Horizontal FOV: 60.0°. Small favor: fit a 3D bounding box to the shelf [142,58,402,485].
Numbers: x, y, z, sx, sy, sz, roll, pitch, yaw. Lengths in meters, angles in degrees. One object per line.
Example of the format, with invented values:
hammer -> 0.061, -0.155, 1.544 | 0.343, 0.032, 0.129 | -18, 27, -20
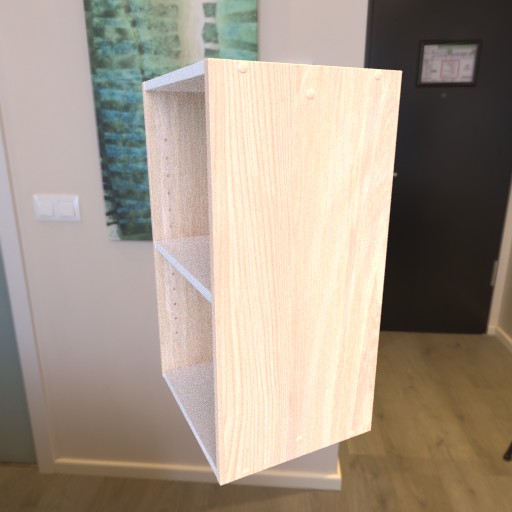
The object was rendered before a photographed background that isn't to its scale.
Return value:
shelf -> 0.000, 0.000, 0.800 | 0.290, 0.600, 0.350 | -8, 18, -25
